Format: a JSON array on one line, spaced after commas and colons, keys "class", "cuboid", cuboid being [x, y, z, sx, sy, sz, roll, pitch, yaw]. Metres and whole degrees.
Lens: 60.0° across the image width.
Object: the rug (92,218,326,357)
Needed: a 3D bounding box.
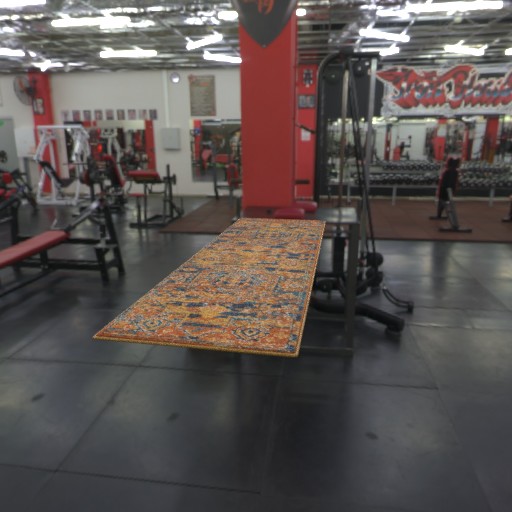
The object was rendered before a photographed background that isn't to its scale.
[{"class": "rug", "cuboid": [0.000, 0.000, 2.005, 0.556, 0.013, 1.820, 3, 15, 10]}]
